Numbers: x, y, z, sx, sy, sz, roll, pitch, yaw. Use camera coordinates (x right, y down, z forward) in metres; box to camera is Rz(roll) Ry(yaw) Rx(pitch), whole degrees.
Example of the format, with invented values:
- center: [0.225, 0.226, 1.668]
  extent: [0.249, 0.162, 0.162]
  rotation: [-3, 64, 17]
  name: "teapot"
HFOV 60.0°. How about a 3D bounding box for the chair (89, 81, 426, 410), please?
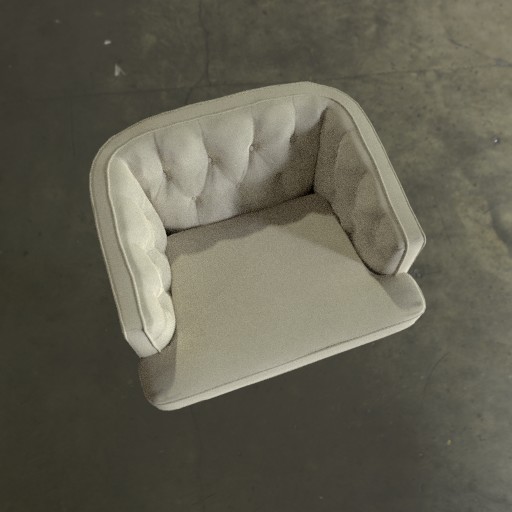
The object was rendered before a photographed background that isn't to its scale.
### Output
- center: [0.000, 0.000, 1.811]
  extent: [1.104, 0.852, 0.941]
  rotation: [-17, 65, -8]
  name: "chair"
